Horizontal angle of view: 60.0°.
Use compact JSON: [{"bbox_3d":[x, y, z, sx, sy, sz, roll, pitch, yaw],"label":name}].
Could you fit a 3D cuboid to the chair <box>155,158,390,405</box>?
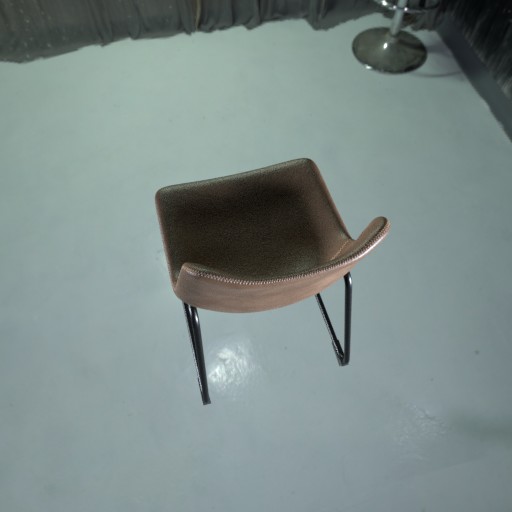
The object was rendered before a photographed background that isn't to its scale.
[{"bbox_3d":[0.000,0.000,1.142,0.460,0.780,0.551,-13,60,-8],"label":"chair"}]
